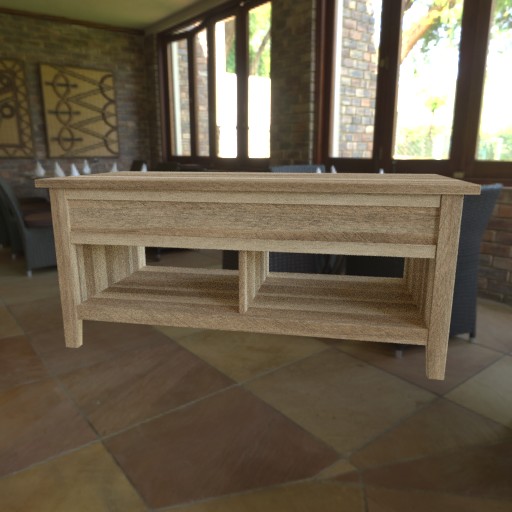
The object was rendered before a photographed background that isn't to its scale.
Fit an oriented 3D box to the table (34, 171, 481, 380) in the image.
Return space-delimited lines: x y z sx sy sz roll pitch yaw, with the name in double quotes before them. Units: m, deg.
"table" 0.000 0.000 1.358 1.095 0.480 0.493 2 14 10
